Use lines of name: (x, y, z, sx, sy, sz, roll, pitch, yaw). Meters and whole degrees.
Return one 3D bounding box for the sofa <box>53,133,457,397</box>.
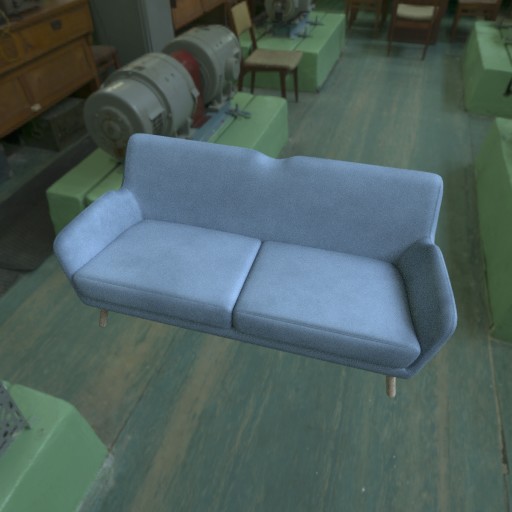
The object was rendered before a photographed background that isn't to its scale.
sofa: (0.000, 0.000, 2.306, 1.870, 0.810, 0.850, 11, 42, 12)
